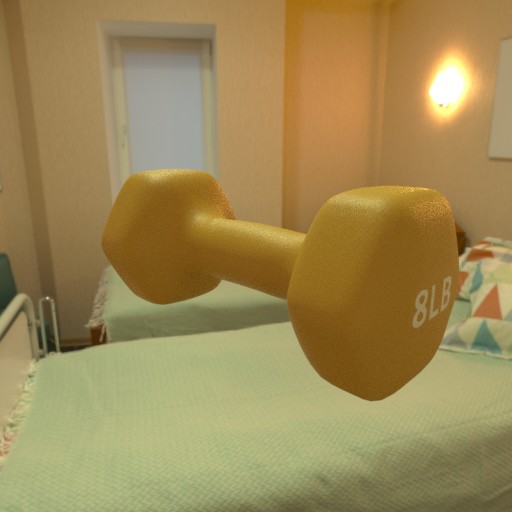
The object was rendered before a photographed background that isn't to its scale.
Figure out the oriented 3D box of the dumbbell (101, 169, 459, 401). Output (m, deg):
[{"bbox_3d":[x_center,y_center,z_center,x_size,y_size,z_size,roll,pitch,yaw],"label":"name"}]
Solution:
[{"bbox_3d":[0.000,0.000,0.232,0.090,0.082,0.190,-14,21,-43],"label":"dumbbell"}]
